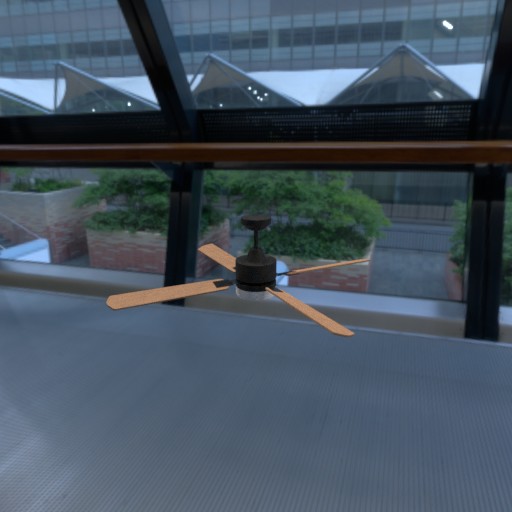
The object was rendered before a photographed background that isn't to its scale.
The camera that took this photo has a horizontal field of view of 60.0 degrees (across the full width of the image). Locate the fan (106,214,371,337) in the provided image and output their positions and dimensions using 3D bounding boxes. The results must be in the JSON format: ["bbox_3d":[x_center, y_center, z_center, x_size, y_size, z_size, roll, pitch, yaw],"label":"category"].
[{"bbox_3d":[0.000,0.000,1.999,1.320,0.355,1.320,-8,18,-26],"label":"fan"}]
